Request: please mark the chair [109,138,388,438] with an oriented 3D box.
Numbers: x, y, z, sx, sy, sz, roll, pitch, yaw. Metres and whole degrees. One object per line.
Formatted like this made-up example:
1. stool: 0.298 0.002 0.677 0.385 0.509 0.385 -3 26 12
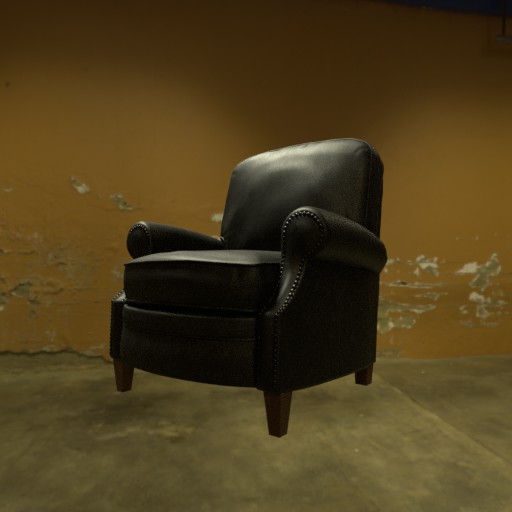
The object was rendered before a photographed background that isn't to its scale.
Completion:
1. chair: 0.000 0.000 1.751 0.936 1.018 0.986 -1 -1 37
